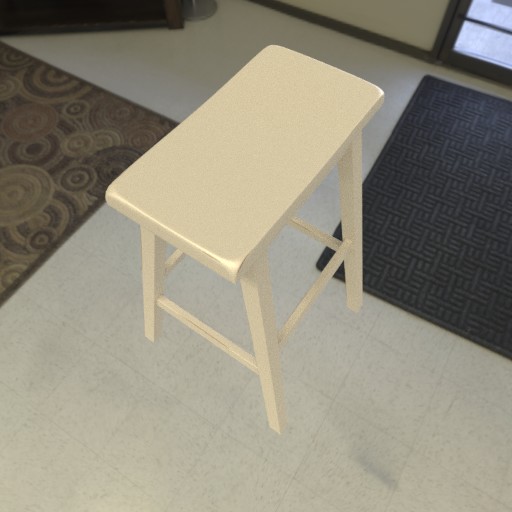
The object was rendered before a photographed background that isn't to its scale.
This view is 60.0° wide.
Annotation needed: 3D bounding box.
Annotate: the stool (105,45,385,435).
[{"bbox_3d":[0.000,0.000,1.018,0.476,0.737,0.457,31,63,18],"label":"stool"}]
